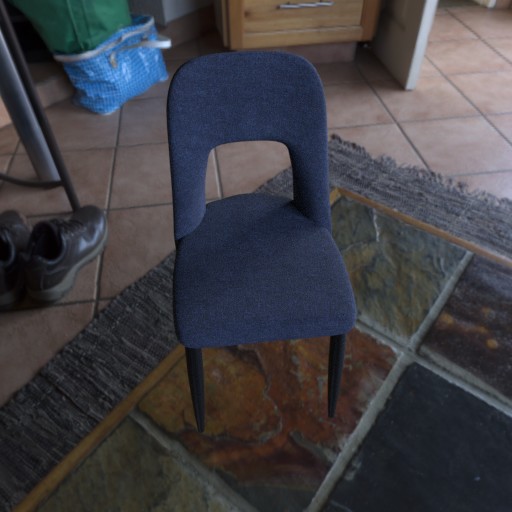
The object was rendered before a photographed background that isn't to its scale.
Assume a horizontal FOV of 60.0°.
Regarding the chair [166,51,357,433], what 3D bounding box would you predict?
[{"bbox_3d":[0.000,0.000,1.277,0.470,0.931,0.612,-5,47,-4],"label":"chair"}]
